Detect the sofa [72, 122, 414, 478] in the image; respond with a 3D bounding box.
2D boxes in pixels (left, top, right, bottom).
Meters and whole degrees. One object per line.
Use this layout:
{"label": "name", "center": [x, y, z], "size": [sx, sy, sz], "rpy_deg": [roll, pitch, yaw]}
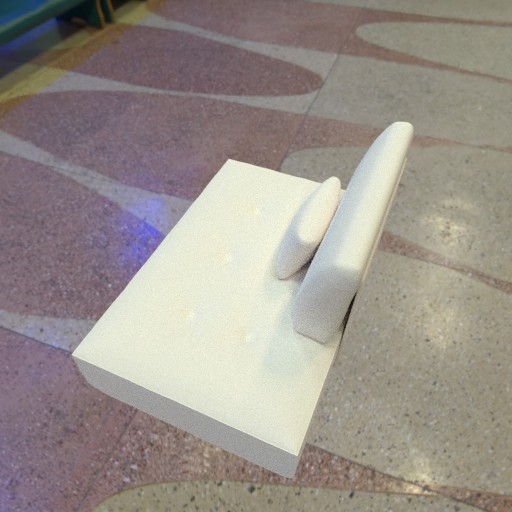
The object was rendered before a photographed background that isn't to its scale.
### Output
{"label": "sofa", "center": [0.000, 0.000, 2.029], "size": [1.000, 0.820, 1.450], "rpy_deg": [18, 51, 16]}
